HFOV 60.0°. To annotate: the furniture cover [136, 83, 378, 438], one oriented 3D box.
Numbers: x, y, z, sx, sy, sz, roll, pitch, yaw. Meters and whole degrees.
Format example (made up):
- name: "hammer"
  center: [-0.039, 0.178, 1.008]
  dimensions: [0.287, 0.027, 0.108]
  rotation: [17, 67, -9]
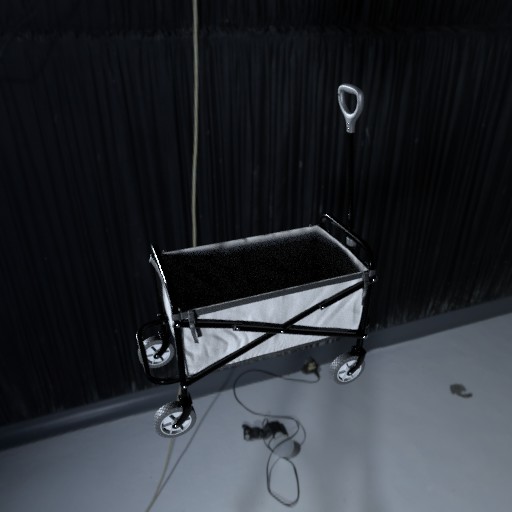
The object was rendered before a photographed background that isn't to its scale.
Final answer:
- name: "furniture cover"
  center: [0.000, 0.000, 1.828]
  dimensions: [1.038, 1.295, 0.532]
  rotation: [-11, 32, -18]
